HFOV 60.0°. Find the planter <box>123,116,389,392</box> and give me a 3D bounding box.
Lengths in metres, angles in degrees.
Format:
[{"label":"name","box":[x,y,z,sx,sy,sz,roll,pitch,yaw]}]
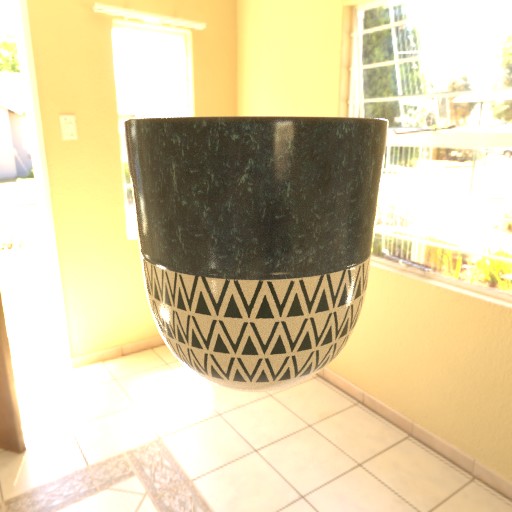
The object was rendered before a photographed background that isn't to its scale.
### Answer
[{"label":"planter","box":[0.000,0.000,0.367,0.195,0.214,0.195,0,16,0]}]
